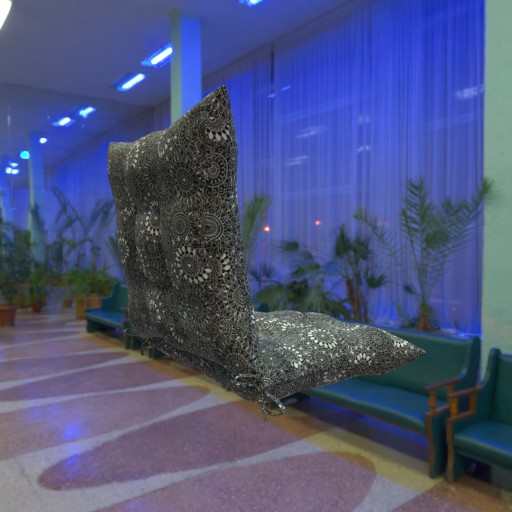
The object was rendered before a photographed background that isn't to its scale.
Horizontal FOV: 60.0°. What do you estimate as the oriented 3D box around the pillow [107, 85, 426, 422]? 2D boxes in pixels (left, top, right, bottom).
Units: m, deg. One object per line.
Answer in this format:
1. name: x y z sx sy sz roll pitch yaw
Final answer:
1. pillow: 0.000 0.000 1.008 0.585 0.536 0.541 -1 2 -37
